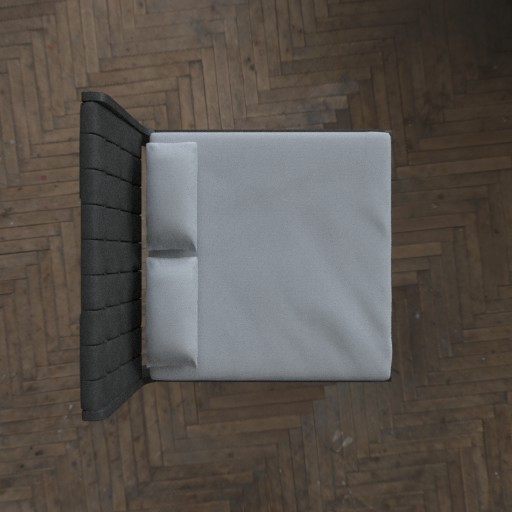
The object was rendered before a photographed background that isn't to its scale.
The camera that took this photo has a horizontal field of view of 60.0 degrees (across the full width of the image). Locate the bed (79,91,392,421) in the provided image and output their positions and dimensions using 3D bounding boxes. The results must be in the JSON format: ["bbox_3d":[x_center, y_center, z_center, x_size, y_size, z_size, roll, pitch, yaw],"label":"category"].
[{"bbox_3d":[0.000,0.000,3.110,2.031,1.158,1.903,0,90,0],"label":"bed"}]
